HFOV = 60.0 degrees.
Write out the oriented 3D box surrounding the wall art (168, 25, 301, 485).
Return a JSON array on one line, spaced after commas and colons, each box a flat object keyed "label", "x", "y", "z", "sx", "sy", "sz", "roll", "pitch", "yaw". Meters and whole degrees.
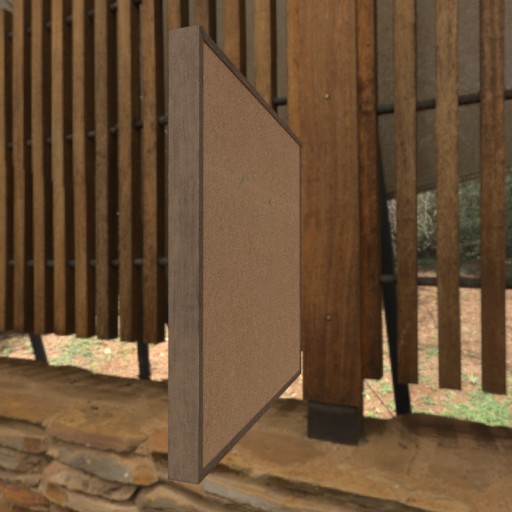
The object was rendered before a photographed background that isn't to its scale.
[{"label": "wall art", "x": 0.000, "y": 0.000, "z": 0.736, "sx": 0.038, "sy": 0.508, "sz": 0.508, "roll": 0, "pitch": -1, "yaw": 19}]
